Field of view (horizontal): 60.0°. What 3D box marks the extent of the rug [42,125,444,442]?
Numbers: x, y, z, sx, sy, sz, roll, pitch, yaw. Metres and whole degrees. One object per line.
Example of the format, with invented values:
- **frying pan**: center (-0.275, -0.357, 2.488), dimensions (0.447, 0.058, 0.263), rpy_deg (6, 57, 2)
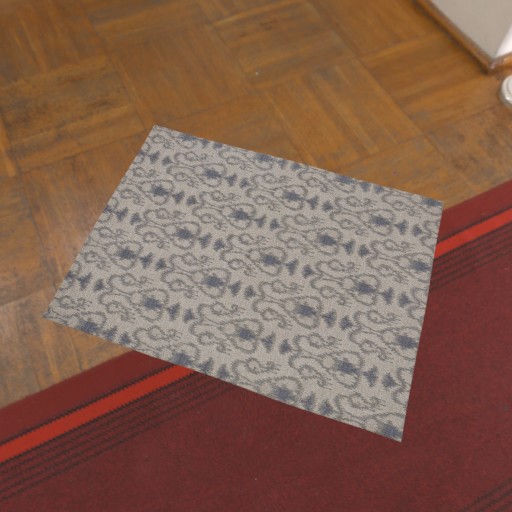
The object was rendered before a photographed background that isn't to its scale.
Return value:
- **rug**: center (0.000, 0.000, 2.957), dimensions (2.261, 0.013, 1.676), rpy_deg (17, 64, 8)
